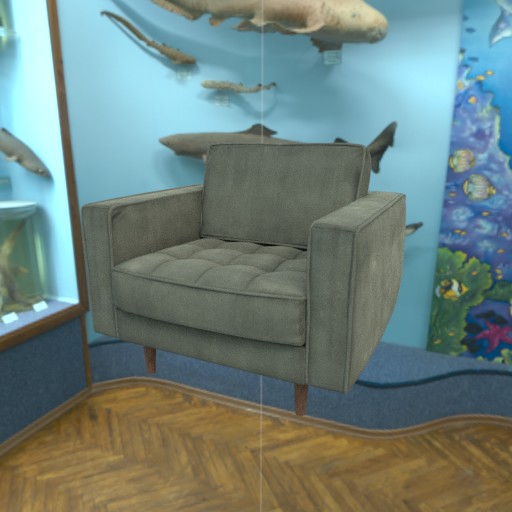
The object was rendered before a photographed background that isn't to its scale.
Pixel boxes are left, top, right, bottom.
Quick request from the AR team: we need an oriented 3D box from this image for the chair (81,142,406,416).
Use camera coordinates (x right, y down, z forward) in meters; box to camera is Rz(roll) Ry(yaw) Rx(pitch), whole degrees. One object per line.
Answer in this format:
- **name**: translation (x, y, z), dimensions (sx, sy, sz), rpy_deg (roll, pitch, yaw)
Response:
- **chair**: translation (0.000, 0.000, 1.568), dimensions (0.928, 0.773, 0.843), rpy_deg (7, 16, 25)
